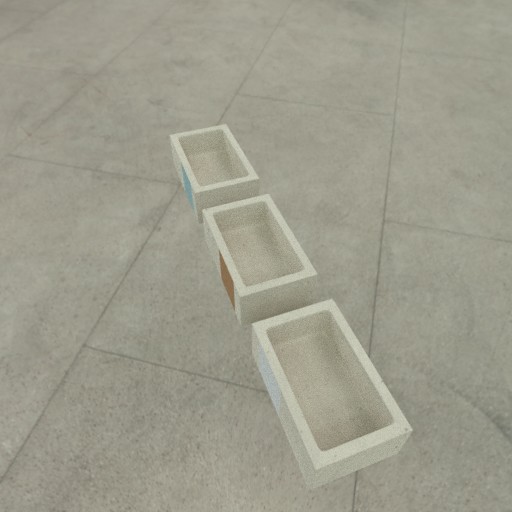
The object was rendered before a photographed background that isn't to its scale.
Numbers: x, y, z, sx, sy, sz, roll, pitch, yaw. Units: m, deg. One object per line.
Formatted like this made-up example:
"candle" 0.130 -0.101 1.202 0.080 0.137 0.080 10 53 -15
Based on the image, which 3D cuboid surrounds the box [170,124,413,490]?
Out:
"box" 0.000 0.000 0.489 0.082 0.051 0.461 -15 49 -14
